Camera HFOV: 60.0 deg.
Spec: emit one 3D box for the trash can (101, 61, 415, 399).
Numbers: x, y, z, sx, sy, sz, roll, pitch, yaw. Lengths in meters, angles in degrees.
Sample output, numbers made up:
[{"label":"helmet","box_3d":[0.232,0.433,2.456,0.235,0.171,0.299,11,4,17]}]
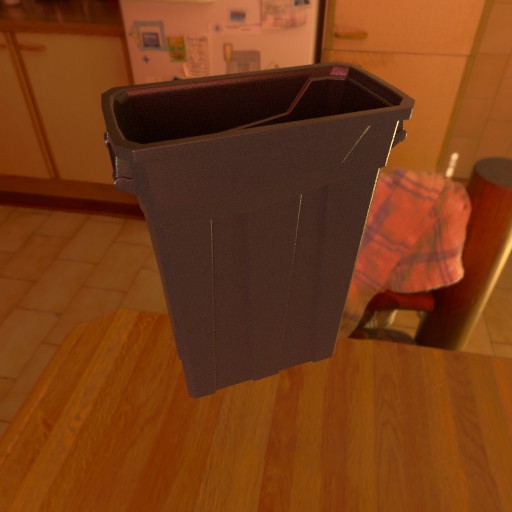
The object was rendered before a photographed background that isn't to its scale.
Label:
[{"label":"trash can","box_3d":[0.000,0.000,1.058,0.559,0.762,0.281,-13,42,-15]}]
